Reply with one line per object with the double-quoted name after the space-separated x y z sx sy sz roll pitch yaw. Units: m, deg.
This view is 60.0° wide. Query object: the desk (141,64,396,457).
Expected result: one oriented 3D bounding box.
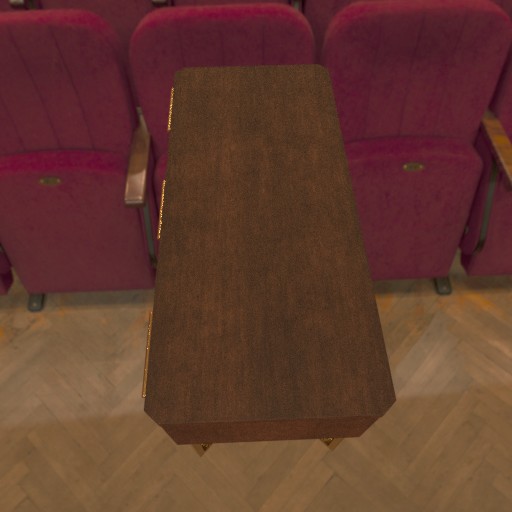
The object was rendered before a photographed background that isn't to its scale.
0.000 0.000 1.857 0.684 0.762 1.479 -2 58 -1 "desk"
